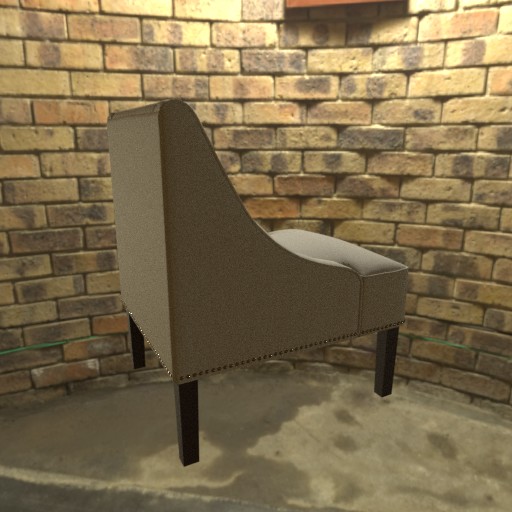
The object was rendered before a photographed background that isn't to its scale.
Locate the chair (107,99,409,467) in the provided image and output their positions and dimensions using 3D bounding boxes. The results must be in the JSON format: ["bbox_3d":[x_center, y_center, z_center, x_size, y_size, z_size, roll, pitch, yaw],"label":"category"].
[{"bbox_3d":[0.000,0.000,1.381,0.737,0.864,0.610,-8,17,-27],"label":"chair"}]
